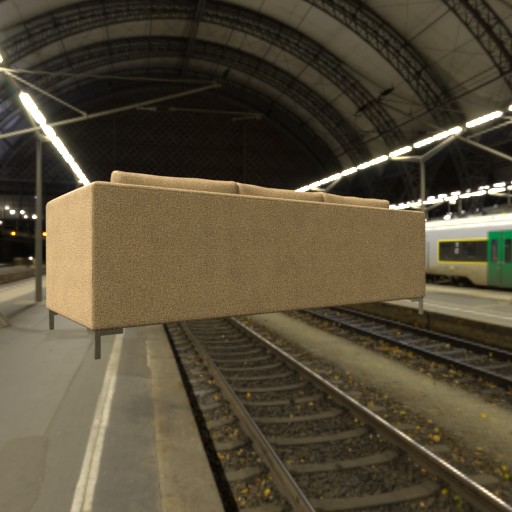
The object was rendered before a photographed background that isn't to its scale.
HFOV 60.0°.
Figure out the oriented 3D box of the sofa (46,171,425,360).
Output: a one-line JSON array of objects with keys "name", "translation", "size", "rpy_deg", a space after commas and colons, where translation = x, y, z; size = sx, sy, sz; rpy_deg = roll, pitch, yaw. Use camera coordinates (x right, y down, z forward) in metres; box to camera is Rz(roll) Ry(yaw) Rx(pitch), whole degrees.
[{"name": "sofa", "translation": [0.000, 0.000, 2.965], "size": [2.415, 0.867, 0.969], "rpy_deg": [0, 0, -36]}]
